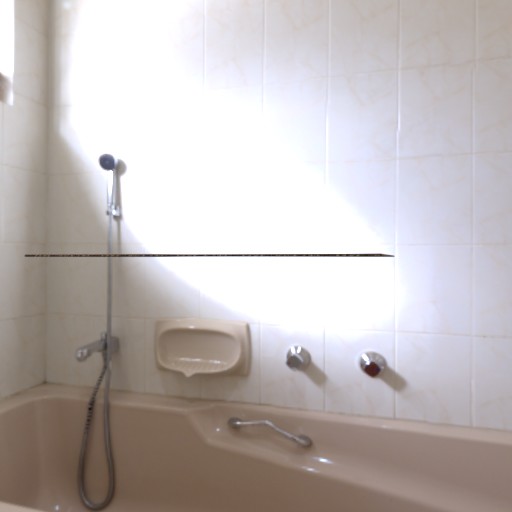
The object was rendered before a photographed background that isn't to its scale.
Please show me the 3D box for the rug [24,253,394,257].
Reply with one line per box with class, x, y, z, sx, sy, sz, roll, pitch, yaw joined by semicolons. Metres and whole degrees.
rug;0.000;0.000;3.946;2.305;0.017;2.902;0;0;19
